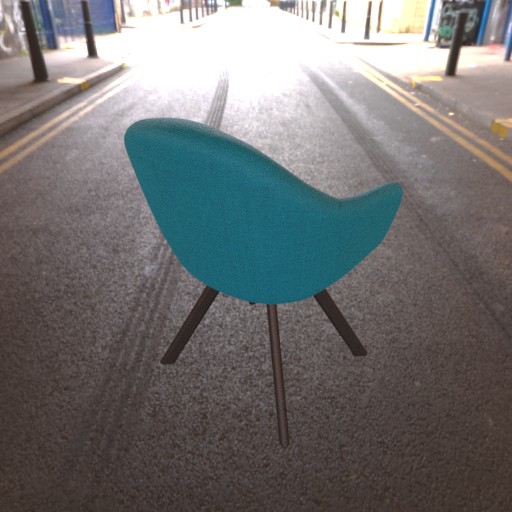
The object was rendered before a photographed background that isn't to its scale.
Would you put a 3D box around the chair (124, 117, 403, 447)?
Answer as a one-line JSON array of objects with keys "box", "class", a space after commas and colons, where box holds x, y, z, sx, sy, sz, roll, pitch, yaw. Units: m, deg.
[{"box": [0.000, 0.000, 1.184, 0.590, 0.795, 0.550, 22, 37, 33], "class": "chair"}]
